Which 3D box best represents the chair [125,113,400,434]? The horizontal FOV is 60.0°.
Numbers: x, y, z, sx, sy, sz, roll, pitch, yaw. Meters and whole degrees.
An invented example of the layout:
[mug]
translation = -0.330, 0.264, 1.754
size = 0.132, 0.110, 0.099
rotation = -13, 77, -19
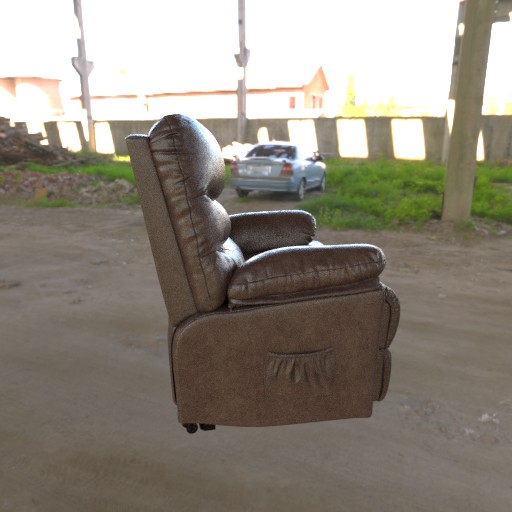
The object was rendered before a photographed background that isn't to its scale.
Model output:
[chair]
translation = 0.000, 0.000, 1.744
size = 0.879, 1.041, 0.940
rotation = -3, 15, -11
